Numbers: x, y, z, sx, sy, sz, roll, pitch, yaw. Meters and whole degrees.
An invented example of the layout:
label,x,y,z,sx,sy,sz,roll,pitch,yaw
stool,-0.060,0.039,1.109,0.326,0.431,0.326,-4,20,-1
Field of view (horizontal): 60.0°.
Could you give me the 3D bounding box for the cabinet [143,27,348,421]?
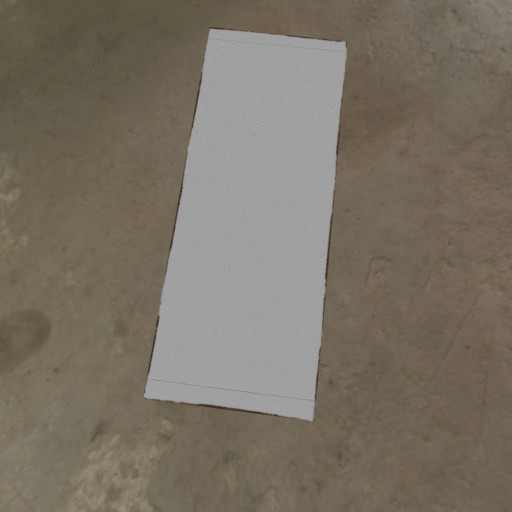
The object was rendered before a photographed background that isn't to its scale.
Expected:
label,x,y,z,sx,sy,sz,roll,pitch,yaw
cabinet,0.000,0.000,0.893,0.210,0.603,0.541,7,76,2
